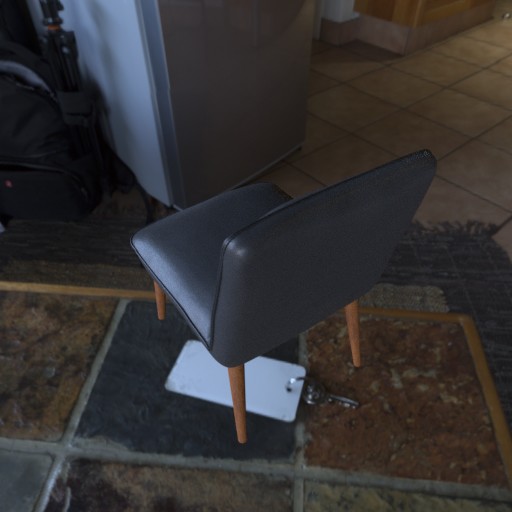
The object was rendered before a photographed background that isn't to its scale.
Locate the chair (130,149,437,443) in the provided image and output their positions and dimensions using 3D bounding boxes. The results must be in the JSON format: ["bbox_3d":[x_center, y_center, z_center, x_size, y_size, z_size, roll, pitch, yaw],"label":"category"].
[{"bbox_3d":[0.000,0.000,1.216,0.543,0.801,0.645,-29,52,-26],"label":"chair"}]
